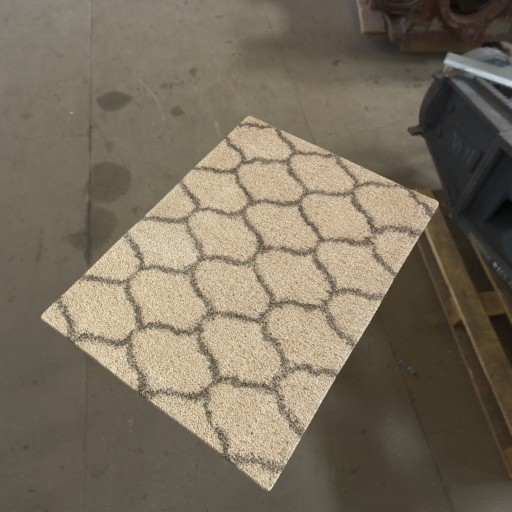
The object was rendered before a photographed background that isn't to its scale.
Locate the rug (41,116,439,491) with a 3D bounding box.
[{"bbox_3d":[0.000,0.000,2.108,1.200,0.025,1.600,30,62,18],"label":"rug"}]
